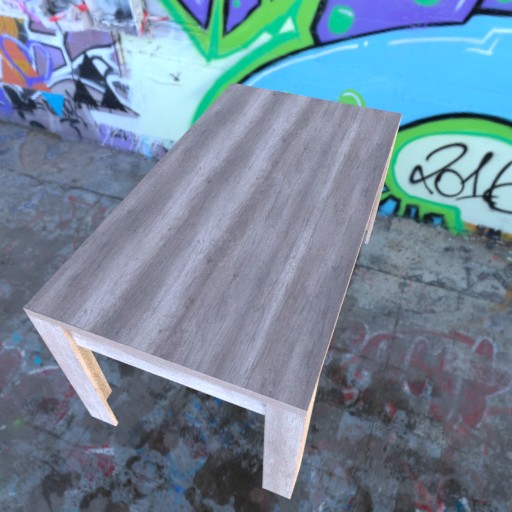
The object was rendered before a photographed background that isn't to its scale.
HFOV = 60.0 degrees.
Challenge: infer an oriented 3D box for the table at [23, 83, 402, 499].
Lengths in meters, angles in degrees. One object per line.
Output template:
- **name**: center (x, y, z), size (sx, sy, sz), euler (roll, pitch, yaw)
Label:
- **table**: center (0.000, 0.000, 2.030), size (0.900, 0.775, 1.600), euler (16, 49, 14)
